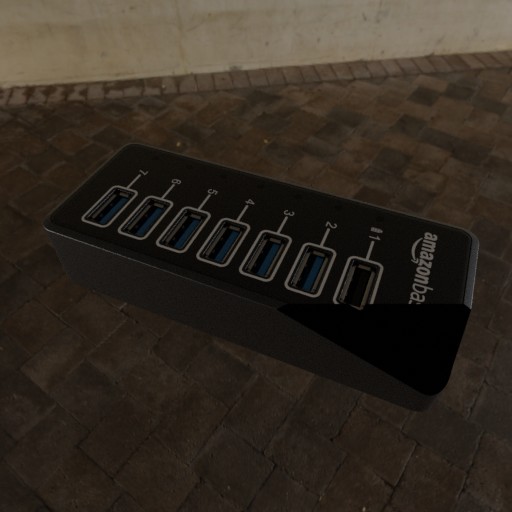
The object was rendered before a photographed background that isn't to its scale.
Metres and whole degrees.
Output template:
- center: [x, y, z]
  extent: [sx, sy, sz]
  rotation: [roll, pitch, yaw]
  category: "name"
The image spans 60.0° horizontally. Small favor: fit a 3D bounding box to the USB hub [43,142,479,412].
- center: [0.000, 0.000, 0.125]
  extent: [0.110, 0.023, 0.044]
  rotation: [18, 50, 15]
  category: "USB hub"
